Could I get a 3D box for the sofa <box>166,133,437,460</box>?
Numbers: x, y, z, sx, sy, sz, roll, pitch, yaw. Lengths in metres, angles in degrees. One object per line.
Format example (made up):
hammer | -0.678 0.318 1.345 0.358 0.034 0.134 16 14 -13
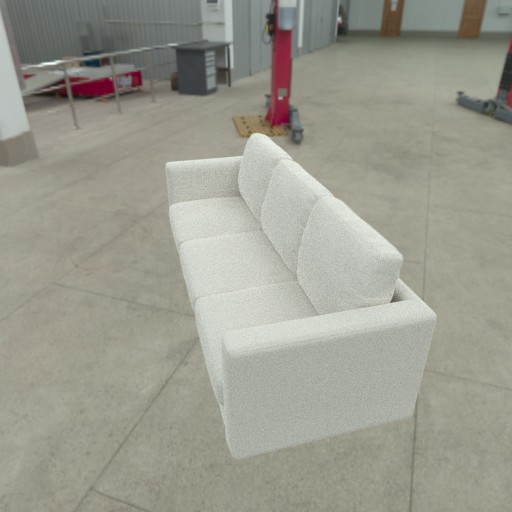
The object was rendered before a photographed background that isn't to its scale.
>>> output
sofa | 0.000 0.000 2.450 0.802 0.912 2.029 -8 31 -13
